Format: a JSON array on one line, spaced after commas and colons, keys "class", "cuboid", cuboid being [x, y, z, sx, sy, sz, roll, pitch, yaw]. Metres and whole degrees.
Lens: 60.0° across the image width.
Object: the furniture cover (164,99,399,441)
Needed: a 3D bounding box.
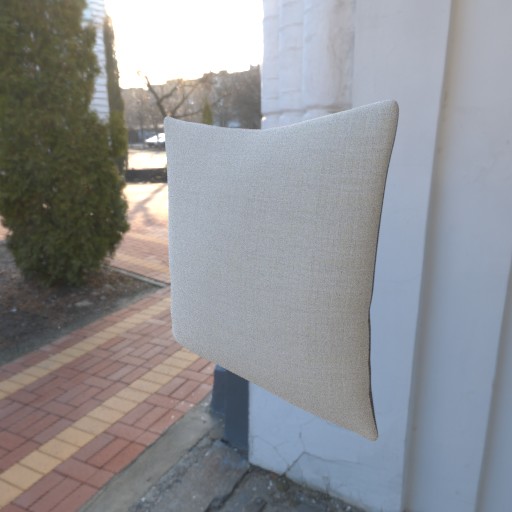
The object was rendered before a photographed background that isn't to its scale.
[{"class": "furniture cover", "cuboid": [0.000, 0.000, 0.662, 0.435, 0.420, 0.145, 14, 21, 42]}]
